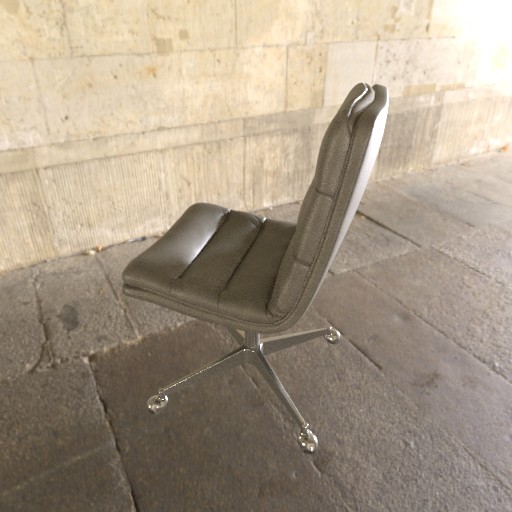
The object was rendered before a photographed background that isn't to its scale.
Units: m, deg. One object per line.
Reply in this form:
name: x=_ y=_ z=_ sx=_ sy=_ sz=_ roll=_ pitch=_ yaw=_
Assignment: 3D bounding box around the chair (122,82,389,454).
chair: x=0.000 y=0.000 z=1.012 sx=0.485 sy=0.738 sz=0.422 roll=8 pitch=31 yaw=14
